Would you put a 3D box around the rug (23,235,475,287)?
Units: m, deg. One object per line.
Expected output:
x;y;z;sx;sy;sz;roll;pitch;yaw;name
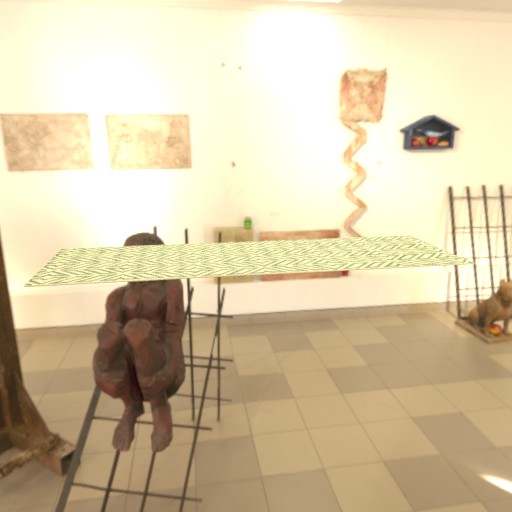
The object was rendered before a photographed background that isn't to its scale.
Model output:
0.000;0.000;2.716;2.435;0.009;0.750;-3;15;-9;rug
